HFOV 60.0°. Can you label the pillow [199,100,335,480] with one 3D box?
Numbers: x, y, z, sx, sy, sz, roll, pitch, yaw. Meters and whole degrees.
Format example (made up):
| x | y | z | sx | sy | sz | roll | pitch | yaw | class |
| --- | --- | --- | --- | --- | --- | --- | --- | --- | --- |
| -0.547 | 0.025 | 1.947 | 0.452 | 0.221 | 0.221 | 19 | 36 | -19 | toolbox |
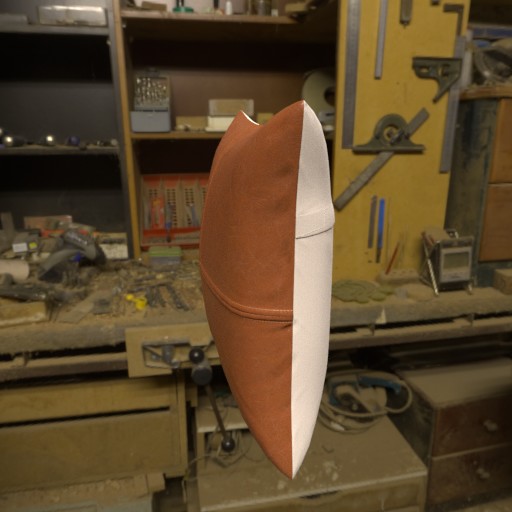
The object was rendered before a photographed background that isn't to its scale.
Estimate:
| x | y | z | sx | sy | sz | roll | pitch | yaw | class |
| --- | --- | --- | --- | --- | --- | --- | --- | --- | --- |
| 0.000 | 0.000 | 0.746 | 0.192 | 0.477 | 0.501 | -3 | 17 | -9 | pillow |
